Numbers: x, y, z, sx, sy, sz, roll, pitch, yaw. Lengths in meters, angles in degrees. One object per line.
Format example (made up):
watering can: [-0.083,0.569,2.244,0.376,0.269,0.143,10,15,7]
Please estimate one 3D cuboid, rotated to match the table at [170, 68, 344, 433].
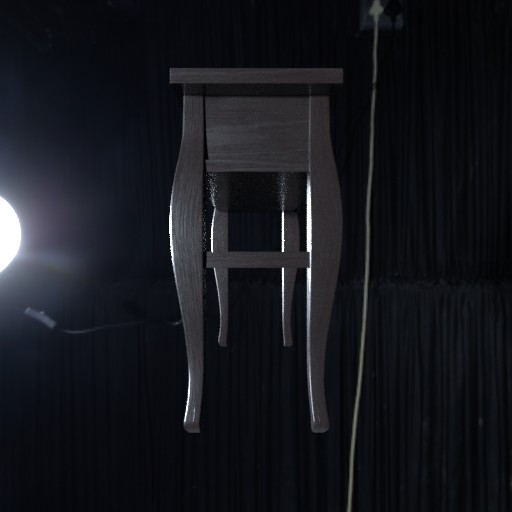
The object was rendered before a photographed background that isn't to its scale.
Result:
table: [0.000,0.000,1.437,0.373,0.768,1.062,0,0,0]
